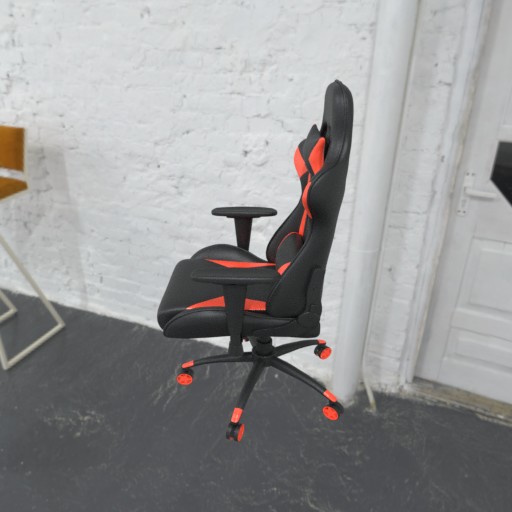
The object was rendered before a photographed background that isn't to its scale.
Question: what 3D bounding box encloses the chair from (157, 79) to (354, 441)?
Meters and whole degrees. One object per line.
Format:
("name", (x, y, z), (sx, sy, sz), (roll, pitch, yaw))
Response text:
("chair", (0.000, 0.000, 1.733), (0.730, 1.282, 0.695), (1, 26, 1))
